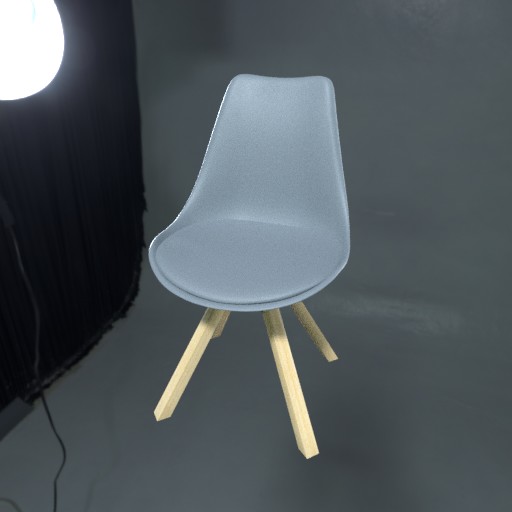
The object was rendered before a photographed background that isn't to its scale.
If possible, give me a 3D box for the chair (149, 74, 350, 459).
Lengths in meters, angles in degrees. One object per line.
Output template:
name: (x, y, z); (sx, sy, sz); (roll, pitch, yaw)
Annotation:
chair: (0.000, 0.000, 1.172); (0.485, 0.850, 0.549); (8, 28, 15)
